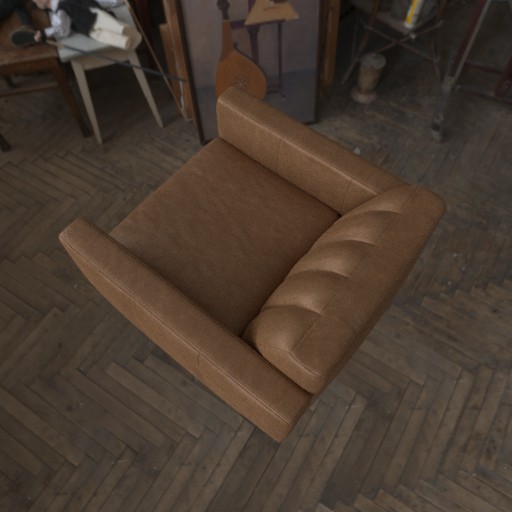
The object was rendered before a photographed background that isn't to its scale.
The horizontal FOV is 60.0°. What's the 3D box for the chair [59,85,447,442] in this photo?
[{"bbox_3d":[0.000,0.000,1.687,0.998,0.819,0.953,35,68,17],"label":"chair"}]
